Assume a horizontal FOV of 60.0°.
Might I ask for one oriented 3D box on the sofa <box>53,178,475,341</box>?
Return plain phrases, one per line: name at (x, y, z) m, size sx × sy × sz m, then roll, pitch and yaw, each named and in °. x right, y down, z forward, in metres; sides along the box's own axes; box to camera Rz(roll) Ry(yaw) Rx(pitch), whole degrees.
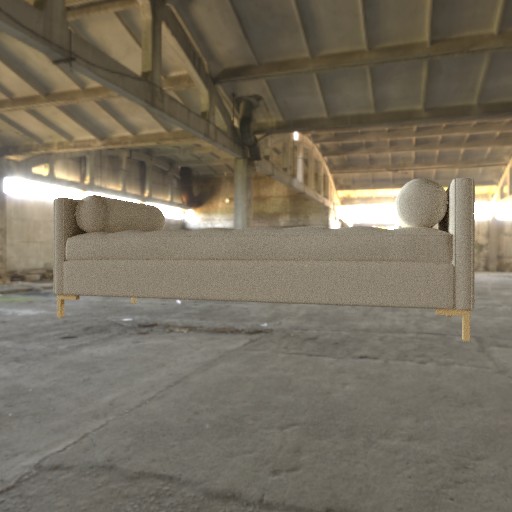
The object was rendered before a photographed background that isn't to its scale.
sofa at (0.000, 0.000, 2.319) m, size 1.985 × 0.641 × 0.746 m, roll 0°, pitch 1°, yaw 18°
